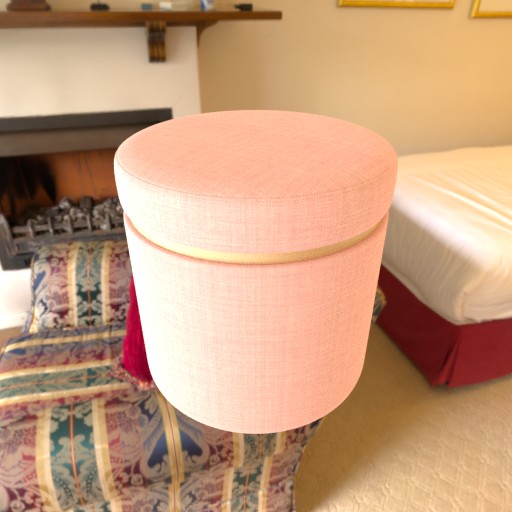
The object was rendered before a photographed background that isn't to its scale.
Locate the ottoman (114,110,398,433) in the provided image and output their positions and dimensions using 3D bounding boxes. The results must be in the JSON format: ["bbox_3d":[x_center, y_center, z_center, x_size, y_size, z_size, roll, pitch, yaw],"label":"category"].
[{"bbox_3d":[0.000,0.000,0.734,0.400,0.406,0.400,0,31,0],"label":"ottoman"}]
